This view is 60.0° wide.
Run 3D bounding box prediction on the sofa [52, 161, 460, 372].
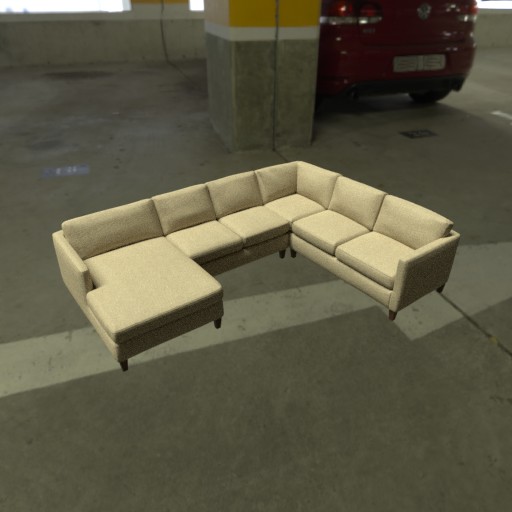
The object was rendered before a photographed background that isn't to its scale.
[{"bbox_3d":[0.000,0.000,4.728,3.460,0.959,2.593,-21,37,-31],"label":"sofa"}]
